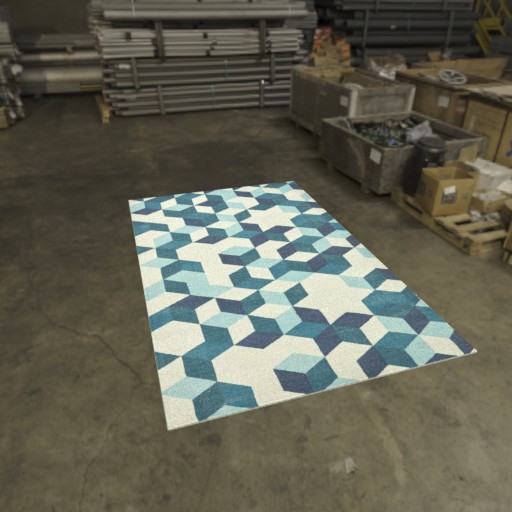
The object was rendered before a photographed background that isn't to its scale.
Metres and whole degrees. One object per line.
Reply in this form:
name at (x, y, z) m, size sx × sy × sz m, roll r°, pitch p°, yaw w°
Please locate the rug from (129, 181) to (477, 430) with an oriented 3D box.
rug at (0.000, 0.000, 2.988) m, size 1.518 × 0.015 × 2.438 m, roll -9°, pitch 32°, yaw -15°
